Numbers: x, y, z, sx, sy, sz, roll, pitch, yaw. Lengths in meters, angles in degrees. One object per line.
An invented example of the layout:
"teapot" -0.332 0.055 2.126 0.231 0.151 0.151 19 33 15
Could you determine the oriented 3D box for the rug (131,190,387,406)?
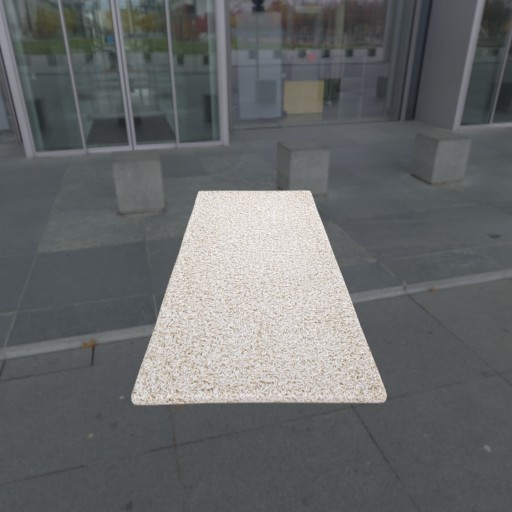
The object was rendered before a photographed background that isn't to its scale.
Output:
"rug" 0.000 0.000 1.725 0.609 0.030 1.524 0 27 -1
